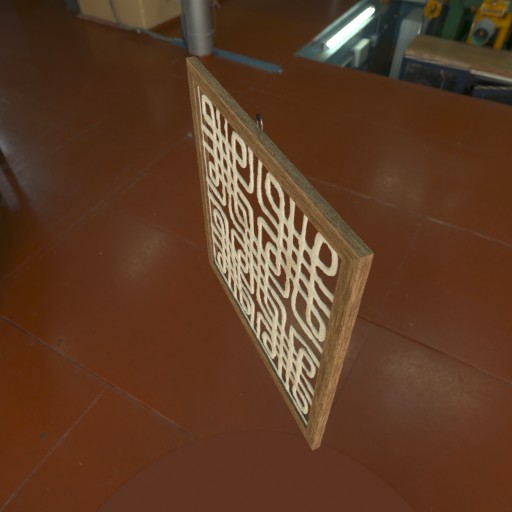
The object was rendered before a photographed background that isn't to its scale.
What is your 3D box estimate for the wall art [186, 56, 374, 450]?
[{"bbox_3d":[0.000,0.000,0.845,0.021,0.582,0.561,-19,50,-17],"label":"wall art"}]
